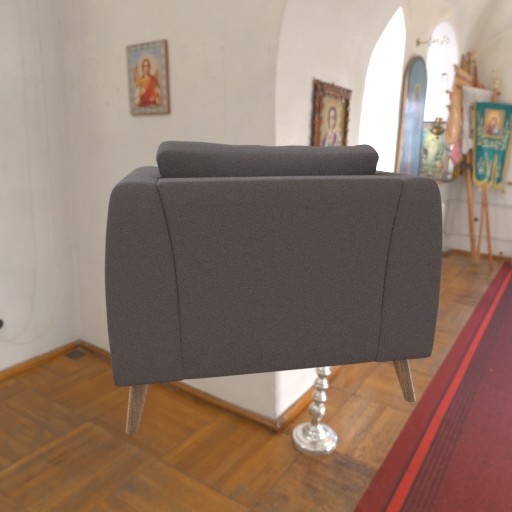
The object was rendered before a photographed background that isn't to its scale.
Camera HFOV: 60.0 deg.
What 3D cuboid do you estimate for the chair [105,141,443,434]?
[{"bbox_3d":[0.000,0.000,1.712,1.000,0.860,0.930,-3,15,-10],"label":"chair"}]
